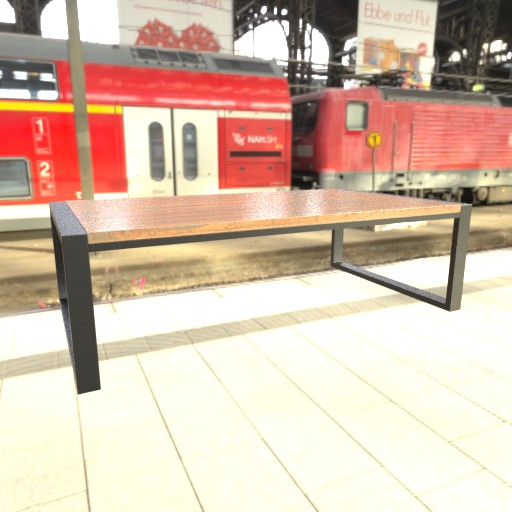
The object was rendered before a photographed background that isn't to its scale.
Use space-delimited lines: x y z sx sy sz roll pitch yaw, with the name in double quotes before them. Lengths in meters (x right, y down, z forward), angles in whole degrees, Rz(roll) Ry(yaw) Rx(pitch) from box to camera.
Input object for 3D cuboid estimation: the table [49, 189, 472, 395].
"table" 0.000 0.000 1.661 1.350 0.400 0.750 -7 15 -26
